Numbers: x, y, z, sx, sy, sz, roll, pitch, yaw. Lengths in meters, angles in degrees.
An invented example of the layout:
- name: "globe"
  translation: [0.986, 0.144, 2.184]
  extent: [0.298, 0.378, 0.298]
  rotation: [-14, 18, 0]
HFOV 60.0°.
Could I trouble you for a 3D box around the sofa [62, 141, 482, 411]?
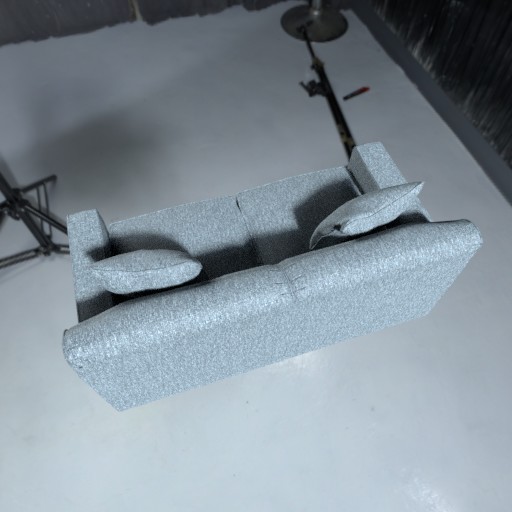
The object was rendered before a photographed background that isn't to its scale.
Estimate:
- name: "sofa"
  translation: [0.000, 0.000, 2.405]
  extent: [1.846, 0.958, 0.998]
  rotation: [-15, 59, -9]
